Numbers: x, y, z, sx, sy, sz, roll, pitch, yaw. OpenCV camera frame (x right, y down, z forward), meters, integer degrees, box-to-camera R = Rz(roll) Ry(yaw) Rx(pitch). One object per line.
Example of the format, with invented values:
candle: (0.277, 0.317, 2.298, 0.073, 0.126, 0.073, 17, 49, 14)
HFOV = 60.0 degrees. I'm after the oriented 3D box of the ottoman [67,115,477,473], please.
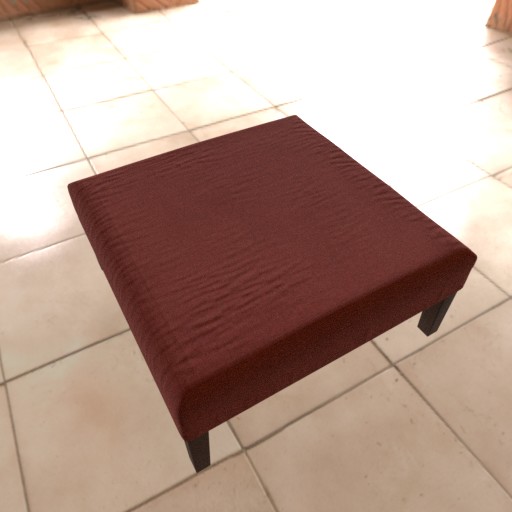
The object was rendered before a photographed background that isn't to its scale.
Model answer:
ottoman: (0.000, 0.000, 1.421, 0.890, 0.411, 0.889, -23, 50, -21)
